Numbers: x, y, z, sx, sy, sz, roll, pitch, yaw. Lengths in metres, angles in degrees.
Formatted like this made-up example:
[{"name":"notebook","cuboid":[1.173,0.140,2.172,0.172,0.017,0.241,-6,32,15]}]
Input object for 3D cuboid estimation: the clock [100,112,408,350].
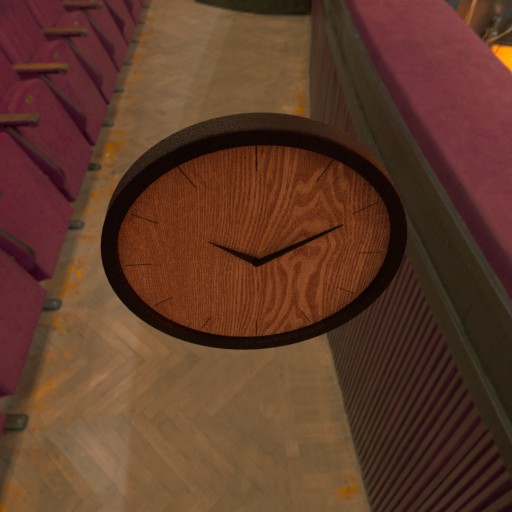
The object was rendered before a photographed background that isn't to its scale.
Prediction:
[{"name":"clock","cuboid":[0.000,0.000,0.473,0.314,0.314,0.029,-3,45,-3]}]
